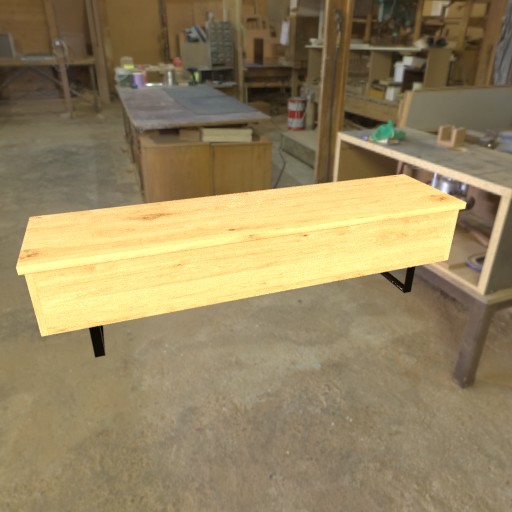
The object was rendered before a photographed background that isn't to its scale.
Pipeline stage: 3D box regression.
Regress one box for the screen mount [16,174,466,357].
[{"bbox_3d":[0.000,0.000,1.881,1.700,0.430,0.450,-9,29,-17],"label":"screen mount"}]
